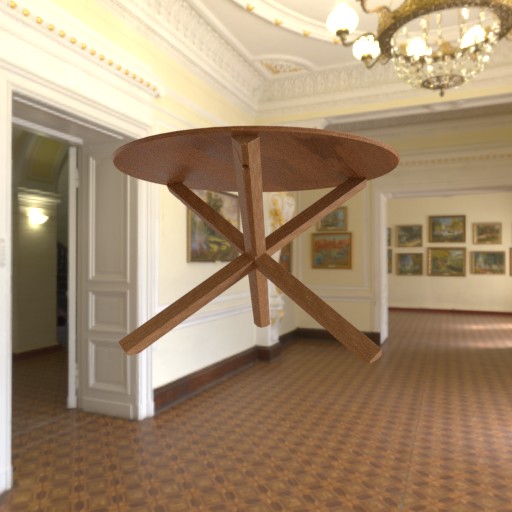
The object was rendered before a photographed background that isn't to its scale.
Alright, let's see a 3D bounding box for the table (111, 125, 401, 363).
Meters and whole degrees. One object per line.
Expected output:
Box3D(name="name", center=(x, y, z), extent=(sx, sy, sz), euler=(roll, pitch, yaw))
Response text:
Box3D(name="table", center=(0.000, 0.000, 1.667), extent=(1.038, 0.666, 1.038), euler=(0, -1, 0))
